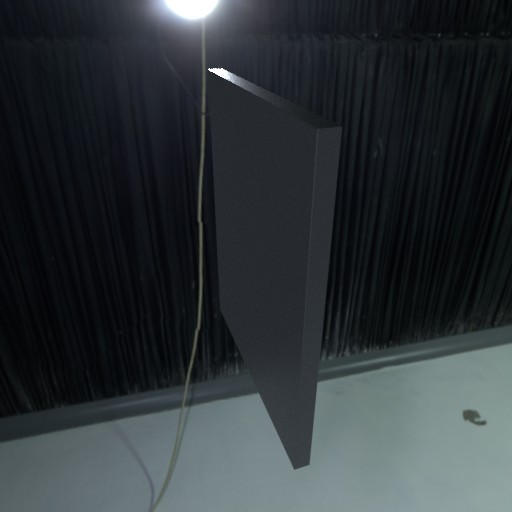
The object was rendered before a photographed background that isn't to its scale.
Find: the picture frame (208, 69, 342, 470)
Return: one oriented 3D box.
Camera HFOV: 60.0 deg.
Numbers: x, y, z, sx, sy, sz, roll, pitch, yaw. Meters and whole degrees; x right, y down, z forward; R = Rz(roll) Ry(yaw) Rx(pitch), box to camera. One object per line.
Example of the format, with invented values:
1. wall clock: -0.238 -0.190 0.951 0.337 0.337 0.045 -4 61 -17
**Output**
1. picture frame: 0.000 0.000 0.781 0.028 0.556 0.460 -10 32 -17
